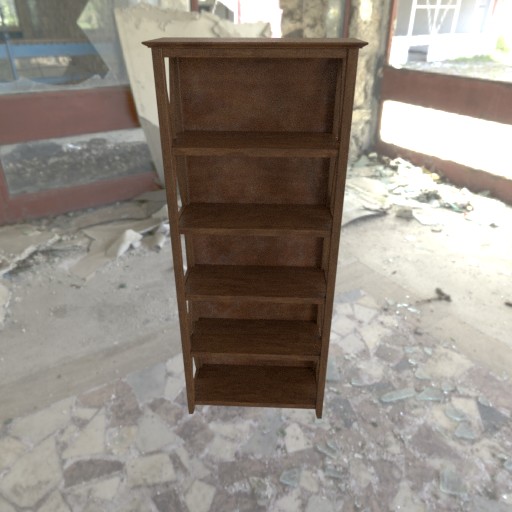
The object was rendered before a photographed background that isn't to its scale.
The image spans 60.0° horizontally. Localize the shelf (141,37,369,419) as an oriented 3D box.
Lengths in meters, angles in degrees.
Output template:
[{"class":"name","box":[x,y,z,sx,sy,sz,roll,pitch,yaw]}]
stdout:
[{"class":"shelf","box":[0.000,0.000,2.169,0.805,1.905,0.335,1,29,2]}]
